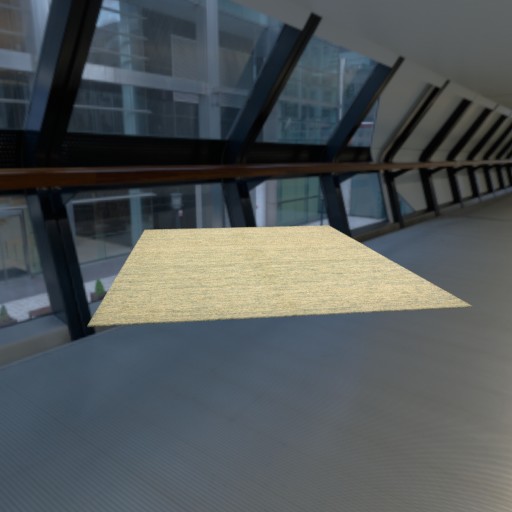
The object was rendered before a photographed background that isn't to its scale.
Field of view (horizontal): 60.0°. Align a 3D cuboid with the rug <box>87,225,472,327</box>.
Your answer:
[{"bbox_3d":[0.000,0.000,4.296,2.437,0.014,3.201,-2,14,-8],"label":"rug"}]
